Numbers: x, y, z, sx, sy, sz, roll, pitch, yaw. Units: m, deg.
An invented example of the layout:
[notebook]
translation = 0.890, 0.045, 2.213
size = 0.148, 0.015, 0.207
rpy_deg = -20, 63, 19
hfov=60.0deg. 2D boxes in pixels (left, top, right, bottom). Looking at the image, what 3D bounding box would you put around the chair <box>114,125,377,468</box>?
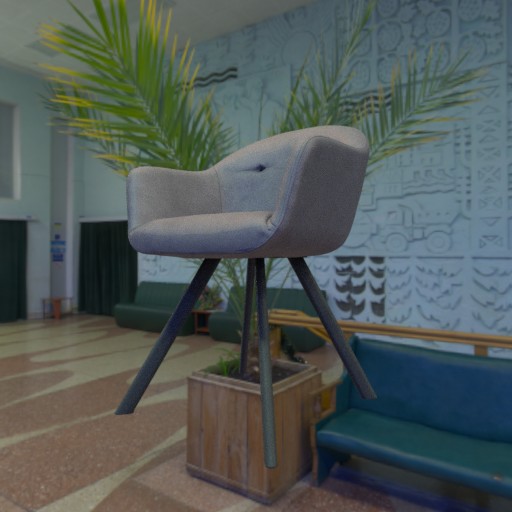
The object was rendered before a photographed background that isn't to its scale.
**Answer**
[chair]
translation = 0.000, 0.000, 1.172
size = 0.567, 0.781, 0.544
rpy_deg = 0, 0, 37
